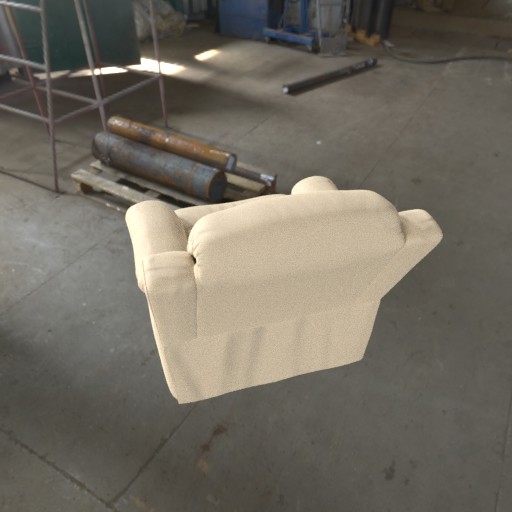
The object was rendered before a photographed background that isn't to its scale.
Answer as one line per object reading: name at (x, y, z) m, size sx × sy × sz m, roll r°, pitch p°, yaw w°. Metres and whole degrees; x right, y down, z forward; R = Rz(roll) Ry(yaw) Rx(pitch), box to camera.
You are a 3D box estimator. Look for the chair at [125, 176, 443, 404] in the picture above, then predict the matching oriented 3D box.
chair at (0.000, 0.000, 1.244) m, size 0.680 × 0.702 × 0.709 m, roll -10°, pitch 41°, yaw -12°
